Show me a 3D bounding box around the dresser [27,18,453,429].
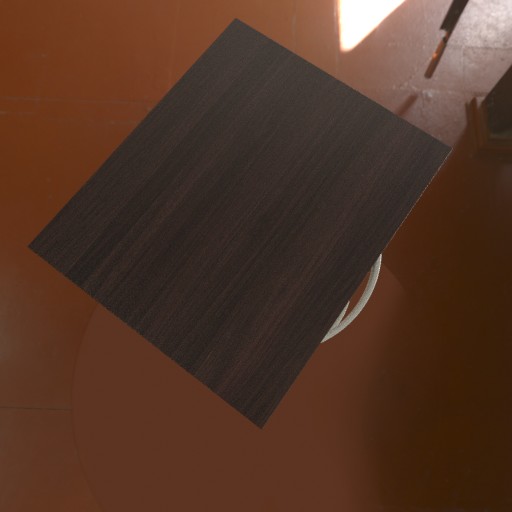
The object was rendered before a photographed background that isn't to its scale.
[{"bbox_3d":[0.000,0.000,0.751,0.360,0.470,0.400,35,77,9],"label":"dresser"}]
